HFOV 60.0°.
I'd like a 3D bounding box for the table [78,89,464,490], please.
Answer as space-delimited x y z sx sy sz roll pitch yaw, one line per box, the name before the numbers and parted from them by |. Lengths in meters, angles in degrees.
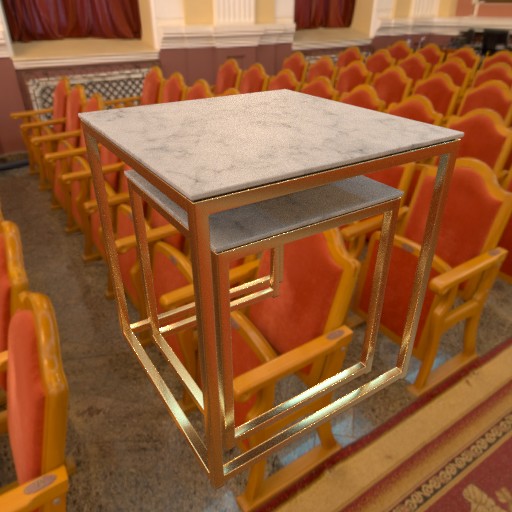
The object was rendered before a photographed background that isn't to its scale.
table | 0.000 0.000 0.842 0.450 0.500 0.450 -18 34 -28
